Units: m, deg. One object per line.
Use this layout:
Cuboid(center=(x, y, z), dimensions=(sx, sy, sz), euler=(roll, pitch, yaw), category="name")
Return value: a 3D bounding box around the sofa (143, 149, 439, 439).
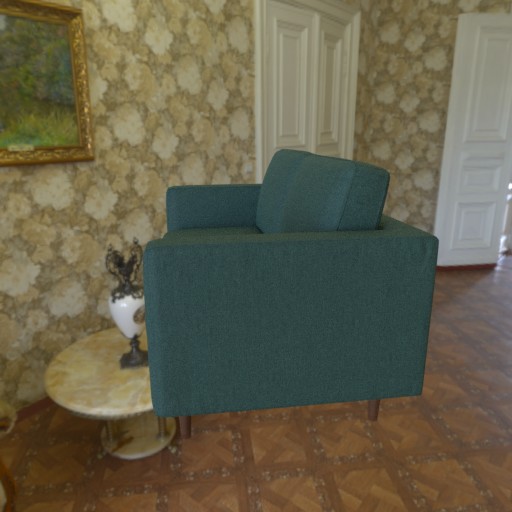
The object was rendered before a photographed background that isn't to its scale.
Cuboid(center=(0.000, 0.000, 1.972), dimensions=(0.879, 0.899, 1.430), euler=(-2, 16, -8), category="sofa")
